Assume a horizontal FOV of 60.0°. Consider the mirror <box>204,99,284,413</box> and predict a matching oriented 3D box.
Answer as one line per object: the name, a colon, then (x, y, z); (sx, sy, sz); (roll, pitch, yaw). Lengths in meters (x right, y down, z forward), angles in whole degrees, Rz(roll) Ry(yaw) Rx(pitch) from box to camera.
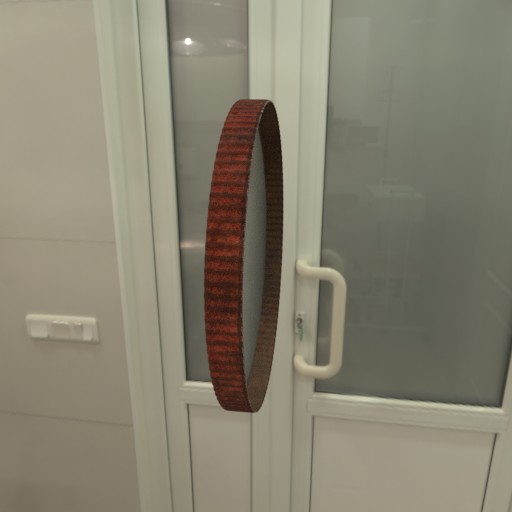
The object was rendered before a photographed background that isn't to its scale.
mirror: (0.000, 0.000, 0.913); (0.056, 0.609, 0.609); (3, 17, 8)
